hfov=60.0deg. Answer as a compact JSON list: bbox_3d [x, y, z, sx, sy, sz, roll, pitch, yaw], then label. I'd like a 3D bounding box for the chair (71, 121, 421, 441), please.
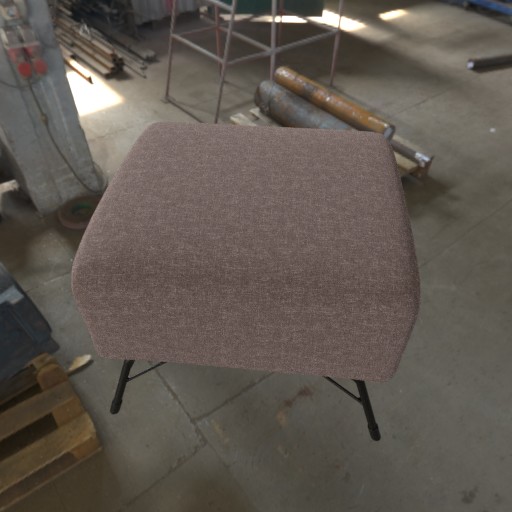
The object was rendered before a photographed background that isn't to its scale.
[{"bbox_3d":[0.000,0.000,0.899,0.530,0.410,0.530,4,45,4],"label":"chair"}]
